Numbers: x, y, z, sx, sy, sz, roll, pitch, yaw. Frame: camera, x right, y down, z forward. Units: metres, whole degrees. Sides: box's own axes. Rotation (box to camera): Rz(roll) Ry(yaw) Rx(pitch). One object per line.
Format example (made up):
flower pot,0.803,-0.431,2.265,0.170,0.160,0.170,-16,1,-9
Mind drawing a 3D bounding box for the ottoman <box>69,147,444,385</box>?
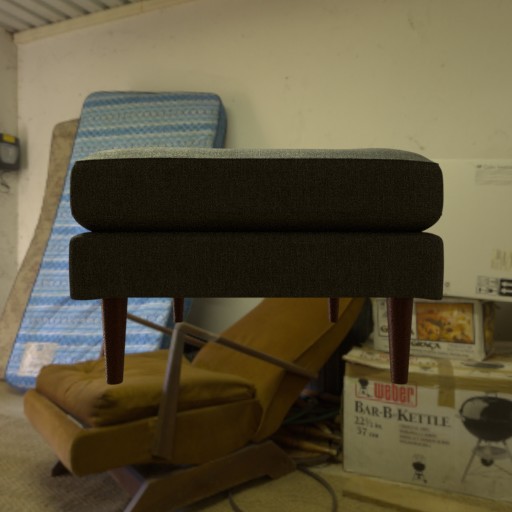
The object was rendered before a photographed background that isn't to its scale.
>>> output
ottoman,0.000,0.000,1.203,0.693,0.474,0.821,0,1,0
